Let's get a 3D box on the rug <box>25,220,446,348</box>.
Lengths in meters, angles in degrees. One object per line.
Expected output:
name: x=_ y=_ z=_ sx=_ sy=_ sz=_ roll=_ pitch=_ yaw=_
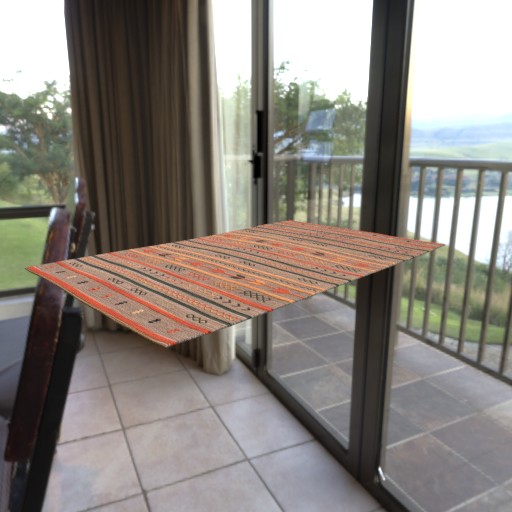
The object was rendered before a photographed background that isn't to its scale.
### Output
rug: x=0.000 y=0.000 z=2.982 sx=2.439 sy=0.029 sz=1.537 roll=-14 pitch=19 yaw=-43
